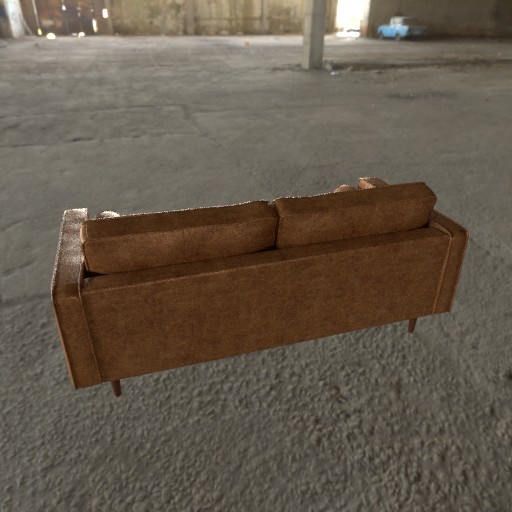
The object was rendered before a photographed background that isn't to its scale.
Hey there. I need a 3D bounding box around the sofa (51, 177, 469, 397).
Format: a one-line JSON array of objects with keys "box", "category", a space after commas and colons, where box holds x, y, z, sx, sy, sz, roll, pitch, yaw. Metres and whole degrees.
[{"box": [0.000, 0.000, 2.365, 1.920, 0.825, 0.924, -9, 30, -15], "category": "sofa"}]
